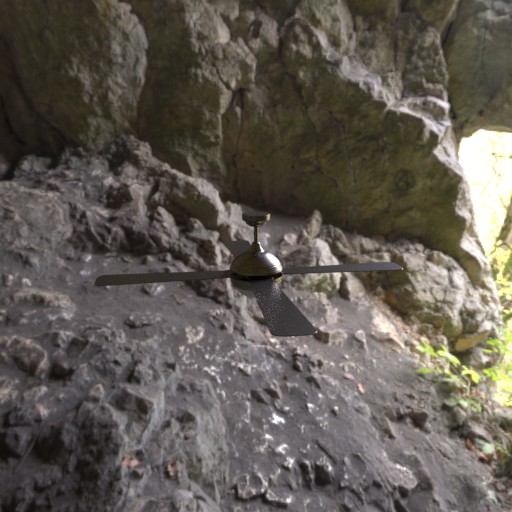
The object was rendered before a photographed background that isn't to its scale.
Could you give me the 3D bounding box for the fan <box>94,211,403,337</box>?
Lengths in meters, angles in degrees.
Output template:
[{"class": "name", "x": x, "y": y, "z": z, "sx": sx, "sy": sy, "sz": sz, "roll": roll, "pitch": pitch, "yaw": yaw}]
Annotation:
[{"class": "fan", "x": 0.000, "y": 0.000, "z": 1.980, "sx": 1.321, "sy": 0.381, "sz": 1.321, "roll": 3, "pitch": 14, "yaw": 10}]
